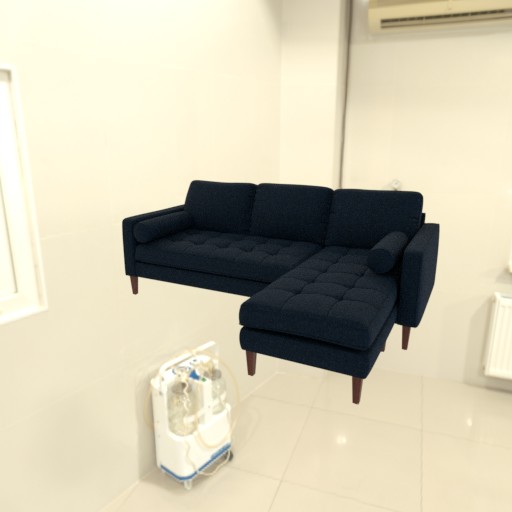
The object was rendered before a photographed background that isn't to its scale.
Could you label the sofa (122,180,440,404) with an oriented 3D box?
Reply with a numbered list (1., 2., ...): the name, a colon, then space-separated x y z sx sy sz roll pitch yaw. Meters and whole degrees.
1. sofa: 0.000 0.000 3.004 2.185 0.841 1.613 8 17 26
